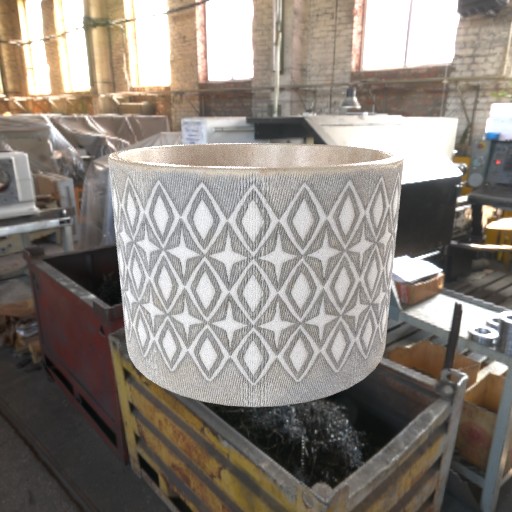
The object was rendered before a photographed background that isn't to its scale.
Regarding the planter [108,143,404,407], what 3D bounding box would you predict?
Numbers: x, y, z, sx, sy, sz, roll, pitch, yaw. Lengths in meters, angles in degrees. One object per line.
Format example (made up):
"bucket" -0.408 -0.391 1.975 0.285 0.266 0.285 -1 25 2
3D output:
"planter" 0.000 0.000 0.277 0.164 0.127 0.164 0 18 0
